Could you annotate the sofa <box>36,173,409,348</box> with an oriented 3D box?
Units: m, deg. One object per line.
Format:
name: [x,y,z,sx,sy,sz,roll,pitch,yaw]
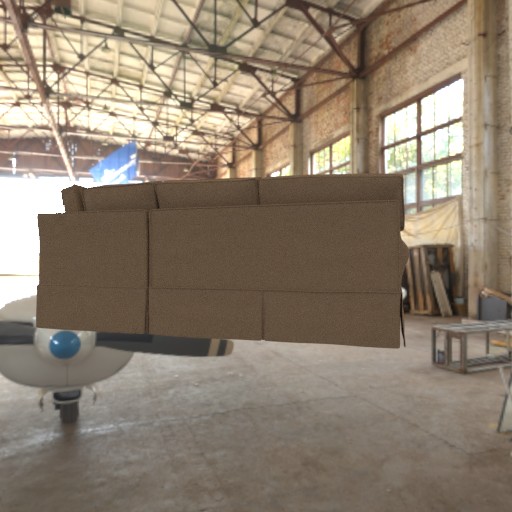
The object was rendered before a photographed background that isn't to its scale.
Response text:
sofa: [0.000,0.000,4.286,2.730,1.124,2.733,0,0,17]
